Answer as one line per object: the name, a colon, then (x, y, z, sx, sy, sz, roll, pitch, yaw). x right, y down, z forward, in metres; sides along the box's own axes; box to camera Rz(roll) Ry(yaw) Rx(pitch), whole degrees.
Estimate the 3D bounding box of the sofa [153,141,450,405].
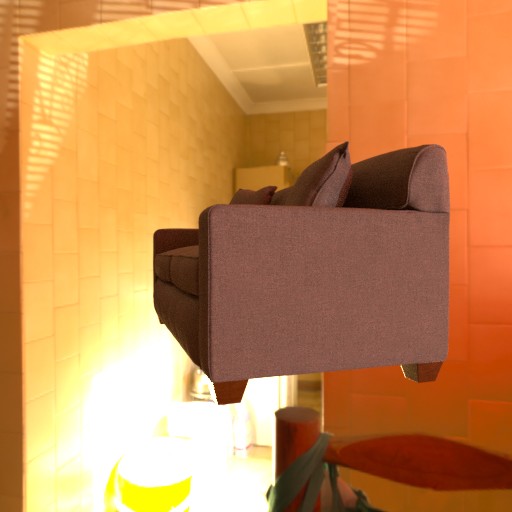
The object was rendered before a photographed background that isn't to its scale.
sofa: (0.000, 0.000, 2.413, 1.000, 0.958, 1.846, 0, 1, -18)
